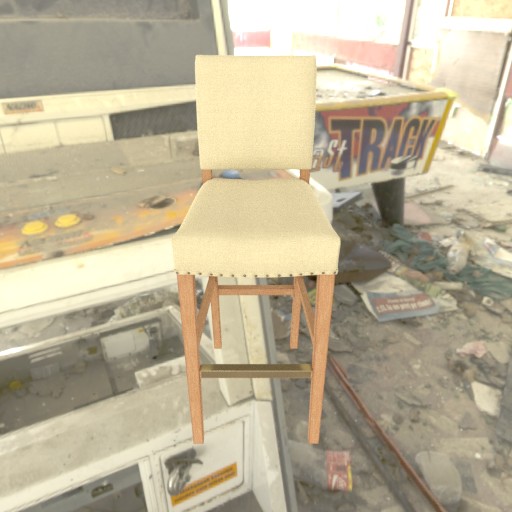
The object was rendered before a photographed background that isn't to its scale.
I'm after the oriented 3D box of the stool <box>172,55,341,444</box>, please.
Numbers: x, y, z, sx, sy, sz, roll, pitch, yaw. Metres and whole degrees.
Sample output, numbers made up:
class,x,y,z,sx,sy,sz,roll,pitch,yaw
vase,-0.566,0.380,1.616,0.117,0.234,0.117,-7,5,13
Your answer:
class,x,y,z,sx,sy,sz,roll,pitch,yaw
stool,0.000,0.000,1.428,0.428,1.143,0.546,0,29,0
